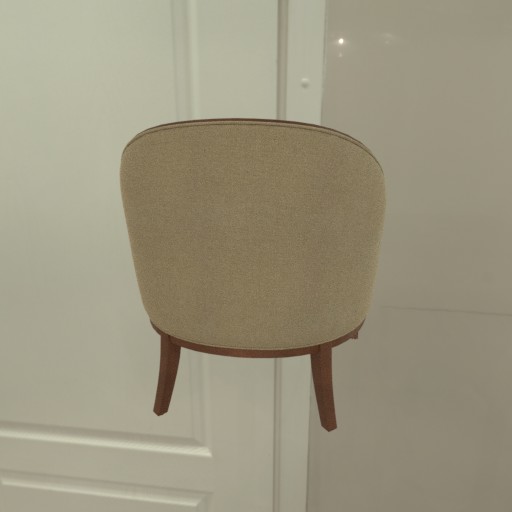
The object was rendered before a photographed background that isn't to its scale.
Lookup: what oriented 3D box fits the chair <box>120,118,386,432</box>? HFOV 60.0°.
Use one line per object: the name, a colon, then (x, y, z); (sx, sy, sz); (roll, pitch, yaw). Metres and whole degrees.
chair: (0.000, 0.000, 1.493); (0.803, 0.876, 0.735); (2, 16, 8)
